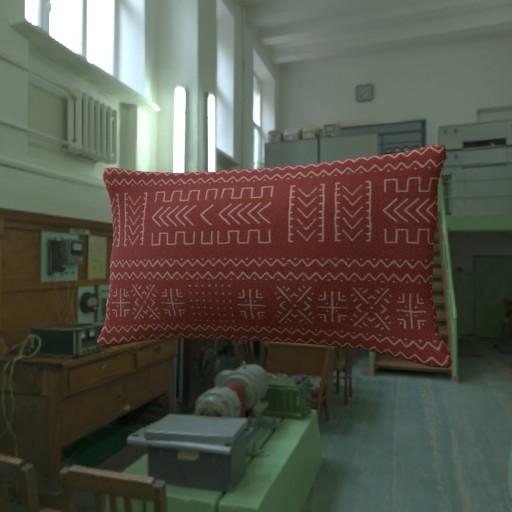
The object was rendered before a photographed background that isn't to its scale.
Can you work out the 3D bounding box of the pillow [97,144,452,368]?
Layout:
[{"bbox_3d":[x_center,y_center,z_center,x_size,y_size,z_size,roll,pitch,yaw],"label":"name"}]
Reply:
[{"bbox_3d":[0.000,0.000,0.791,0.640,0.352,0.130,0,-1,16],"label":"pillow"}]
